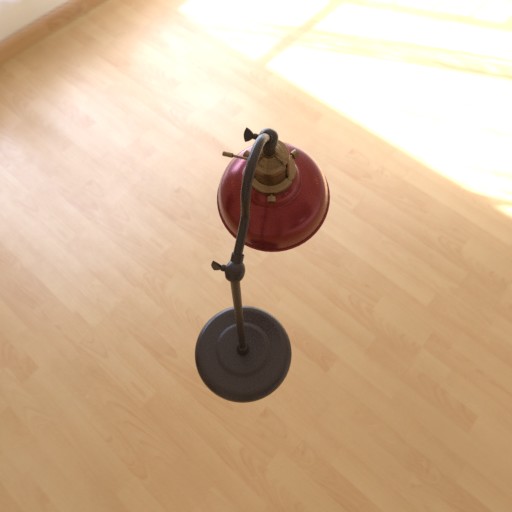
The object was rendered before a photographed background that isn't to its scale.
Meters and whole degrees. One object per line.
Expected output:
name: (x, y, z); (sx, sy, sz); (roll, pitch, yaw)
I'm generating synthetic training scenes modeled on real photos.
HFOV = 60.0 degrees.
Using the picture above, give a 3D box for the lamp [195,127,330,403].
lamp: (0.000, 0.000, 0.693); (0.192, 0.508, 0.374); (14, 64, 7)
